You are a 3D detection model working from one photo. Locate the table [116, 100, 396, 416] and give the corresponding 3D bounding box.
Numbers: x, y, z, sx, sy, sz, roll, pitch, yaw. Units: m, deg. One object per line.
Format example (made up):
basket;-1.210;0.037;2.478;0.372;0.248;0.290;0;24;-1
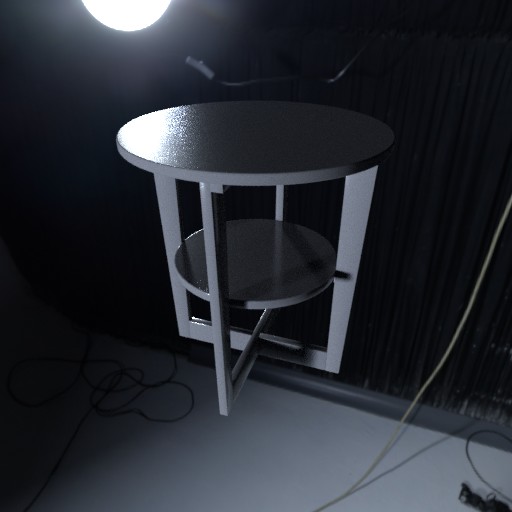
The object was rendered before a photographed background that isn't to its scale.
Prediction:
table;0.000;0.000;0.958;0.500;0.550;0.500;0;30;0
